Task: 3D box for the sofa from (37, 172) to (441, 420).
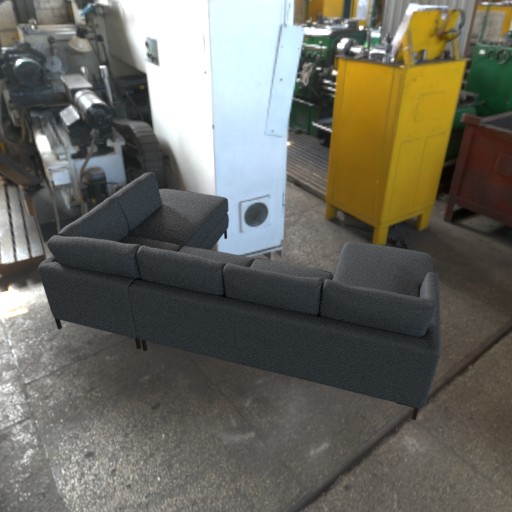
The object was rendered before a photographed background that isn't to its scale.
[{"bbox_3d":[0.000,0.000,3.879,2.975,0.858,1.984,10,33,16],"label":"sofa"}]
